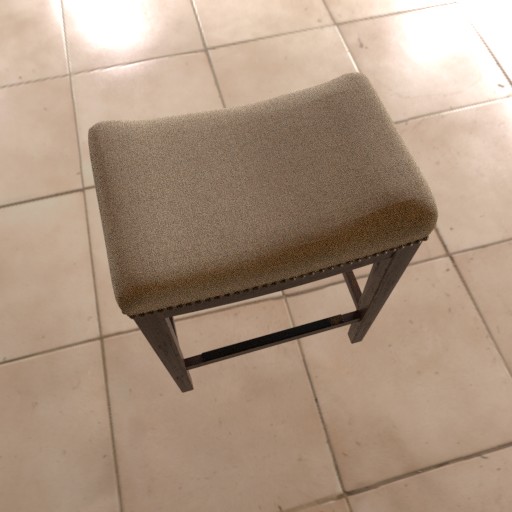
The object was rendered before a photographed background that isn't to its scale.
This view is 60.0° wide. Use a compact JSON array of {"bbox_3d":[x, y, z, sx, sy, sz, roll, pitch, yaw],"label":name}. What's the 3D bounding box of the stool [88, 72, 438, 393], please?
[{"bbox_3d":[0.000,0.000,0.976,0.509,0.669,0.363,-14,66,-7],"label":"stool"}]
